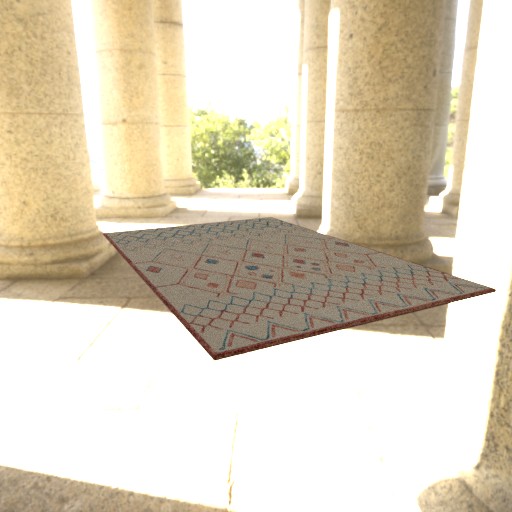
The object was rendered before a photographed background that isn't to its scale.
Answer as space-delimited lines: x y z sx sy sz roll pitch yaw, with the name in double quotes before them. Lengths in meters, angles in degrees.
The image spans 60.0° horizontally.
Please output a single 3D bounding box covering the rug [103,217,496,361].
"rug" 0.000 0.000 2.281 1.219 0.016 1.829 -8 17 -27
